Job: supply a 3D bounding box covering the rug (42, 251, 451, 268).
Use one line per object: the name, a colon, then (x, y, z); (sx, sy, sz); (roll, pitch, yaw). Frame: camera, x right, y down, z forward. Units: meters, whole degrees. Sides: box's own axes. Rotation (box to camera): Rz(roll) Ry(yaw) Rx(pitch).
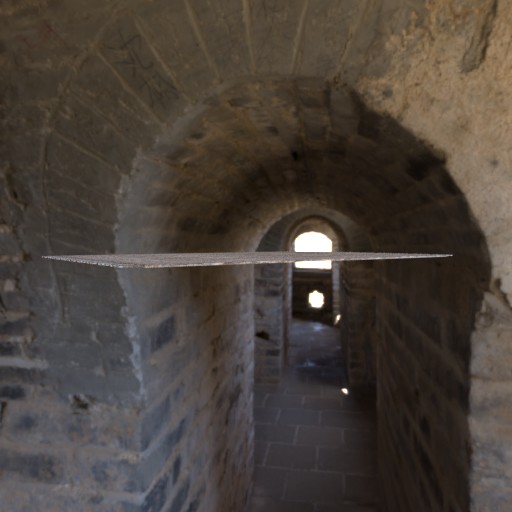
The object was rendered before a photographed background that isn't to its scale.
rug: (0.000, 0.000, 2.533); (2.029, 0.010, 1.237); (-1, 2, -37)
